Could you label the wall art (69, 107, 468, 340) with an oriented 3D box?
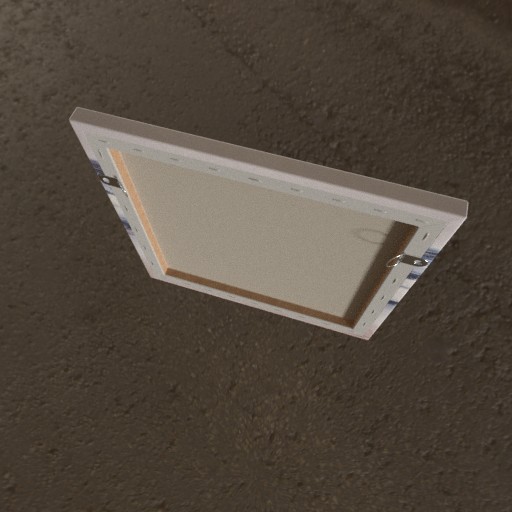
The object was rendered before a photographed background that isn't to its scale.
[{"bbox_3d":[0.000,0.000,1.139,0.755,0.747,0.065,15,64,8],"label":"wall art"}]
